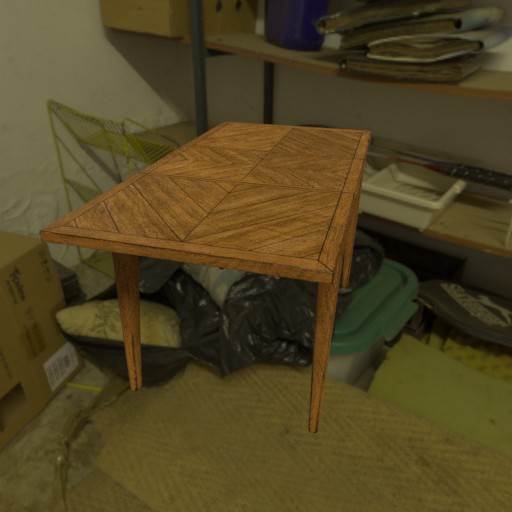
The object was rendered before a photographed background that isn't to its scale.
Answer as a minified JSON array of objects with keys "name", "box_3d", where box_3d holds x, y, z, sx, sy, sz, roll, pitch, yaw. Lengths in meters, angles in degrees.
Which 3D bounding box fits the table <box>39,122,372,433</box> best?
[{"name":"table","box_3d":[0.000,0.000,1.821,0.757,0.760,1.400,8,29,14]}]
